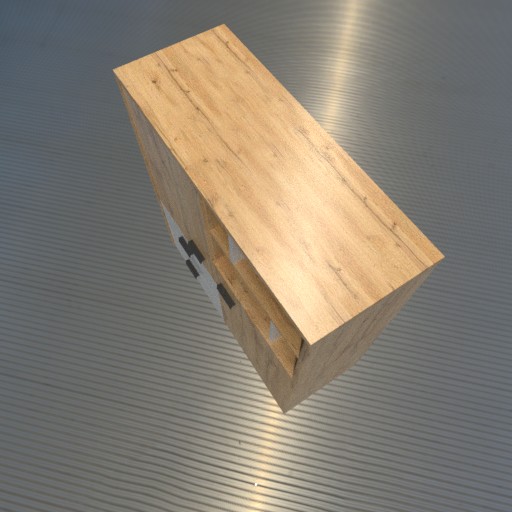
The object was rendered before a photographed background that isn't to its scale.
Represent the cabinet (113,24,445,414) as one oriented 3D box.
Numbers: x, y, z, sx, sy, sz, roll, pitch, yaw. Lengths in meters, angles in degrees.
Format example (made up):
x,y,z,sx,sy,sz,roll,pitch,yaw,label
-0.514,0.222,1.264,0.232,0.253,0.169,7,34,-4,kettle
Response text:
x,y,z,sx,sy,sz,roll,pitch,yaw,label
0.000,0.000,1.997,0.473,1.397,1.168,-30,67,-14,cabinet
